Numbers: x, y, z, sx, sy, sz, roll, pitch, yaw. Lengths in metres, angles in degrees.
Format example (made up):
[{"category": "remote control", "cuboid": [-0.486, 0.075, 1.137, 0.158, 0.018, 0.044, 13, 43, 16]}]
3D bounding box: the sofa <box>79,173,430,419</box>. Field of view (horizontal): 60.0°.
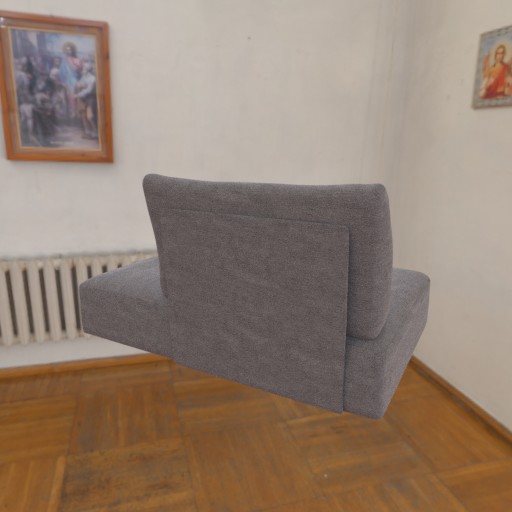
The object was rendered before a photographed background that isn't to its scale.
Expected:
[{"category": "sofa", "cuboid": [0.000, 0.000, 2.078, 1.450, 0.820, 1.002, 8, 17, 28]}]
